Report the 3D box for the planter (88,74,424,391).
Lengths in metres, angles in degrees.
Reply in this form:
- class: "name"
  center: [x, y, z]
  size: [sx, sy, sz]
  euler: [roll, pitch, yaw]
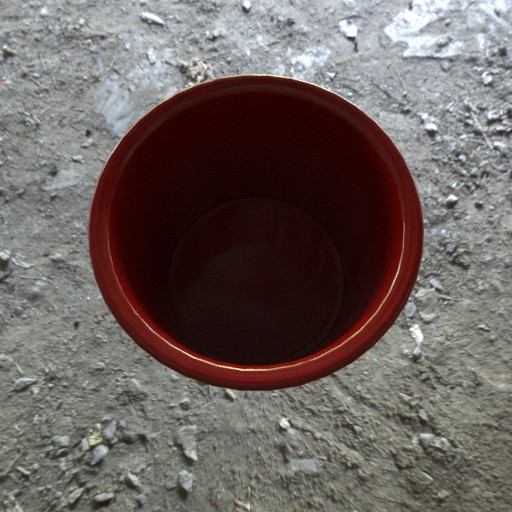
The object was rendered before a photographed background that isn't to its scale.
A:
- class: "planter"
  center: [0.000, 0.000, 0.396]
  size: [0.230, 0.202, 0.230]
  euler: [0, 74, 0]
